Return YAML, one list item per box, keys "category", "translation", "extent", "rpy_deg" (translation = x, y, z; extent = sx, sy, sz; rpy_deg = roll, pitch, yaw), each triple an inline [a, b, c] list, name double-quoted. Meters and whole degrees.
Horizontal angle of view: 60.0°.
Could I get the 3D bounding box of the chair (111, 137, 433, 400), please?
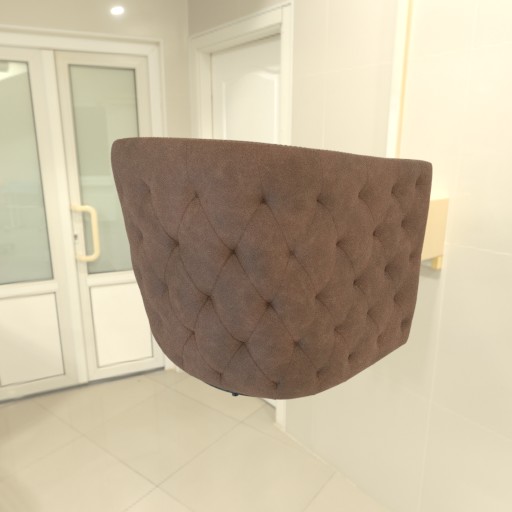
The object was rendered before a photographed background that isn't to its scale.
- category: "chair"
  translation: [0.000, 0.000, 1.533]
  extent: [0.850, 0.790, 0.870]
  rpy_deg: [14, 20, 43]
